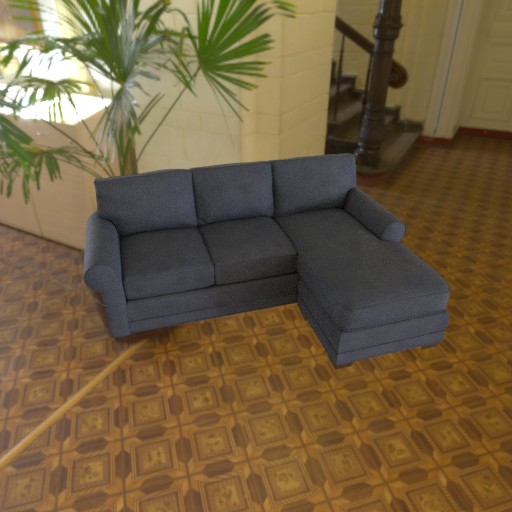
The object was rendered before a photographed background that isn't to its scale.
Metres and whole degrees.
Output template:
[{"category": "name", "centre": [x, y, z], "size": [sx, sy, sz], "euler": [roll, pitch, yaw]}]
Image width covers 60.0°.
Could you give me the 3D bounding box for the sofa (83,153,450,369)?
[{"category": "sofa", "centre": [0.000, 0.000, 3.518], "size": [2.567, 1.063, 1.780], "euler": [-9, 32, -14]}]
